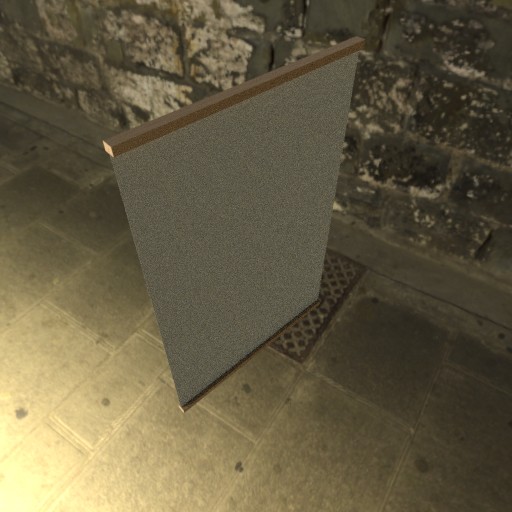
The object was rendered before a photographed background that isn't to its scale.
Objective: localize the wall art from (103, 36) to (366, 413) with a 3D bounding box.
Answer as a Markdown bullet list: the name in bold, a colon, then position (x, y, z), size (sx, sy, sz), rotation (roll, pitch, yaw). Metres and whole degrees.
- **wall art**: position (0.000, 0.000, 1.261), size (0.669, 1.020, 0.027), rotation (-34, 55, -28)
